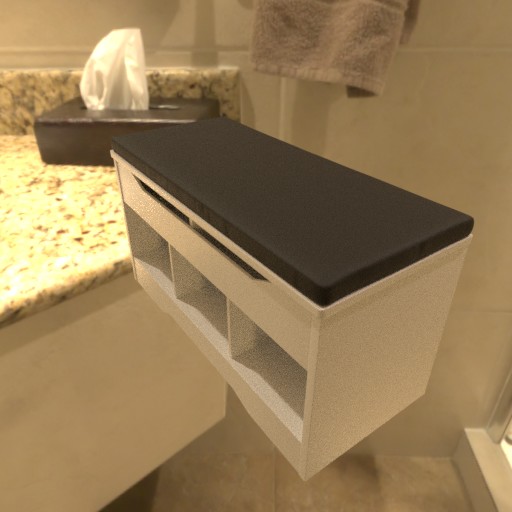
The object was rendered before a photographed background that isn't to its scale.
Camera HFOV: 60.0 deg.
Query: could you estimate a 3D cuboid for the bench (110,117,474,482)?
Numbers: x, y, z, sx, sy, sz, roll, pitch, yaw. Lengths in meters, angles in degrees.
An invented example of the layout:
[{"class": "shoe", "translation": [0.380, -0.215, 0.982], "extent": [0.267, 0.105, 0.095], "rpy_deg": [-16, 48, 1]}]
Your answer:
[{"class": "bench", "translation": [0.000, 0.000, 1.182], "extent": [0.401, 0.500, 0.899], "rpy_deg": [-21, 38, -29]}]
